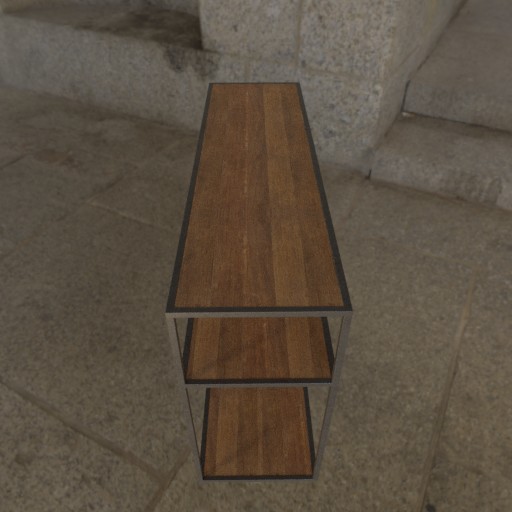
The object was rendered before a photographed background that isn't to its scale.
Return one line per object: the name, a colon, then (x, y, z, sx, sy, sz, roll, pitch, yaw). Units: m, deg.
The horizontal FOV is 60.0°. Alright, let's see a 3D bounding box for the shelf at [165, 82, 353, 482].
shelf: (0.000, 0.000, 1.540, 0.361, 0.765, 1.201, 0, 41, 0)
